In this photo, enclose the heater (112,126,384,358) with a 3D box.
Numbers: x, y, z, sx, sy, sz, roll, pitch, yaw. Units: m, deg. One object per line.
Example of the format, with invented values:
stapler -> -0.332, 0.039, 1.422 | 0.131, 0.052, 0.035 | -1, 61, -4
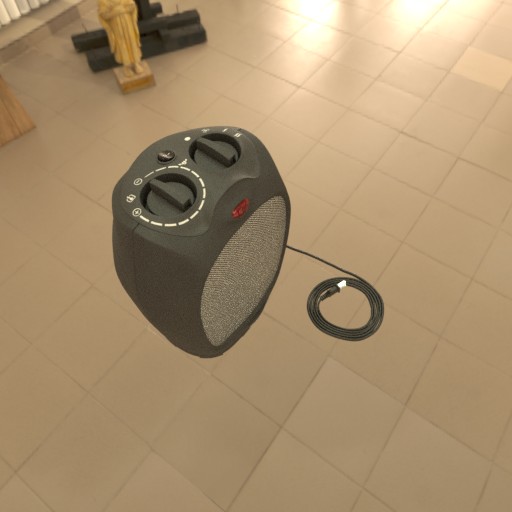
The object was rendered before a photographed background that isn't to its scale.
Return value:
heater -> 0.000, 0.000, 0.479 | 0.291, 0.255, 0.239 | 31, 62, 18
